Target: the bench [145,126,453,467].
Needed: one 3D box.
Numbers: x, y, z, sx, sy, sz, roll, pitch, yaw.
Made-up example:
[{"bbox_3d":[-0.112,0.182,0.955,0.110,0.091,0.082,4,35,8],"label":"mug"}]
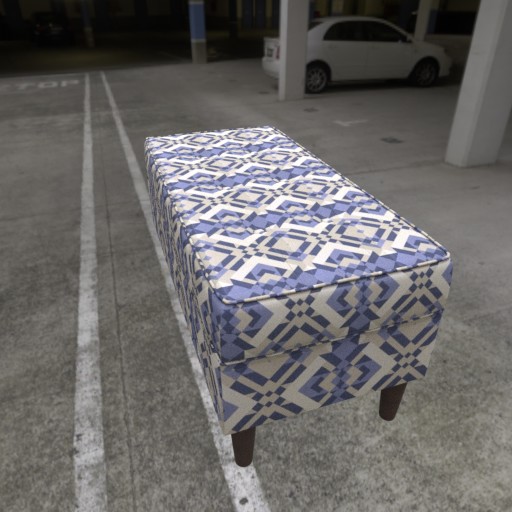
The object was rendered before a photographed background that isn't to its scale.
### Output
[{"bbox_3d":[0.000,0.000,1.299,0.492,0.477,1.016,-10,33,-16],"label":"bench"}]
